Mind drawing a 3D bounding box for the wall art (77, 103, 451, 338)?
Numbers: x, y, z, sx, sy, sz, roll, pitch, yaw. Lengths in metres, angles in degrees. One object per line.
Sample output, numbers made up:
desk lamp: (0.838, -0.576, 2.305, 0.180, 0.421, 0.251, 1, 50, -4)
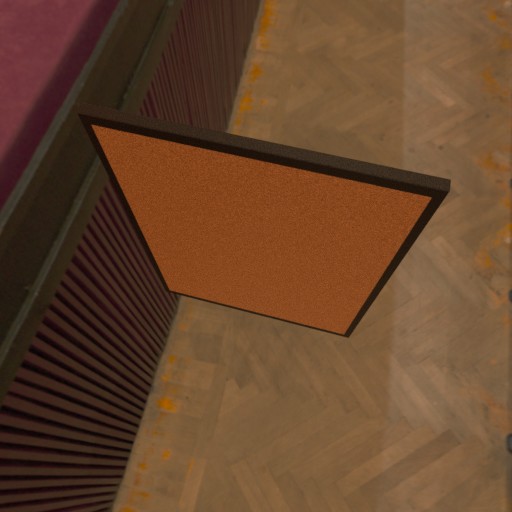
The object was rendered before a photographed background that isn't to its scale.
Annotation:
wall art: (0.000, 0.000, 1.358, 0.774, 1.027, 0.030, 13, 65, 6)
